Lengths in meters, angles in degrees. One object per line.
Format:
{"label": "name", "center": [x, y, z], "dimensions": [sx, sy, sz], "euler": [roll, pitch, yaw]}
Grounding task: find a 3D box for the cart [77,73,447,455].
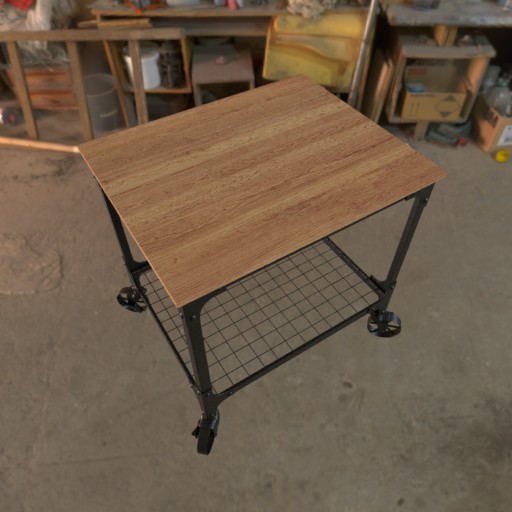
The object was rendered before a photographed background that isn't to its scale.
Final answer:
{"label": "cart", "center": [0.000, 0.000, 1.129], "dimensions": [0.666, 0.603, 0.558], "euler": [-25, 53, -21]}
